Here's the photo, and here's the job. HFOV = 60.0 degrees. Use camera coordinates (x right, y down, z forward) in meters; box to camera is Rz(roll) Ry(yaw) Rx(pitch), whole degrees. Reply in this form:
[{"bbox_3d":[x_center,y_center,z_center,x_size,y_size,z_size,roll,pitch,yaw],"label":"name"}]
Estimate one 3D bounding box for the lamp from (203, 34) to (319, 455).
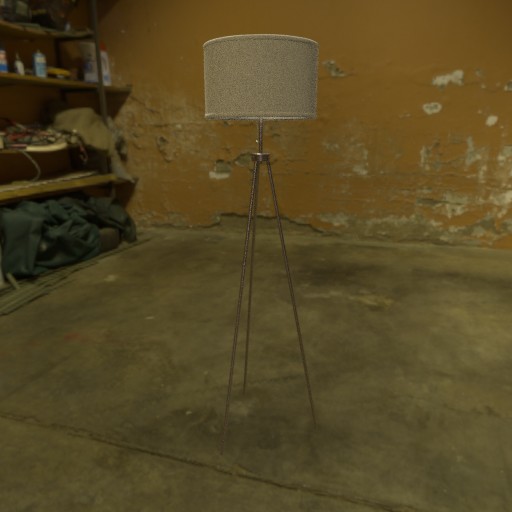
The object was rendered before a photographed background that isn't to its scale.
[{"bbox_3d":[0.000,0.000,1.790,0.448,1.545,0.458,-7,17,-25],"label":"lamp"}]
